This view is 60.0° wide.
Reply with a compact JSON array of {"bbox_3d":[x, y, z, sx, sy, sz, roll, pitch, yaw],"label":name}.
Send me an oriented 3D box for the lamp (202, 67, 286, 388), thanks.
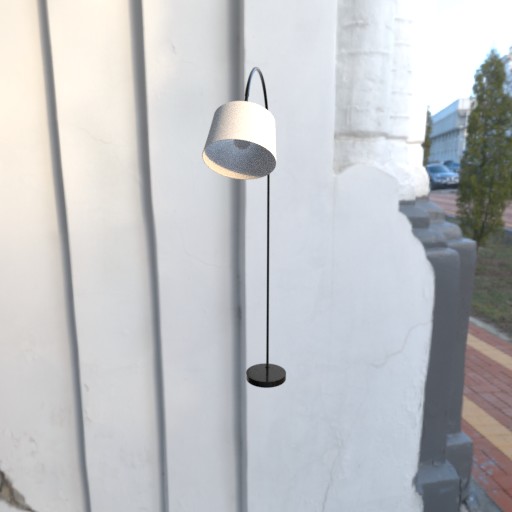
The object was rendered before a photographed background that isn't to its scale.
[{"bbox_3d":[0.000,0.000,2.611,0.331,2.104,1.363,2,12,8],"label":"lamp"}]
